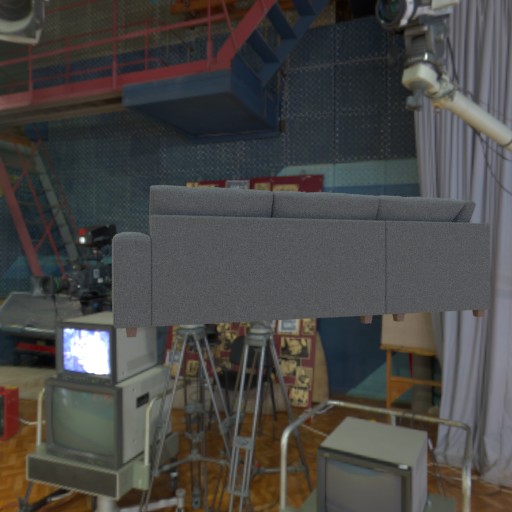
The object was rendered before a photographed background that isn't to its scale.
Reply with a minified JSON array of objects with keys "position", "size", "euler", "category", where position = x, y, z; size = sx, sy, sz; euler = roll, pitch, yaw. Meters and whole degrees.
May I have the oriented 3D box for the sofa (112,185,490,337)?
[{"position":[0.000,0.000,4.669],"size":[2.895,0.965,3.277],"euler":[0,1,-18],"category":"sofa"}]
